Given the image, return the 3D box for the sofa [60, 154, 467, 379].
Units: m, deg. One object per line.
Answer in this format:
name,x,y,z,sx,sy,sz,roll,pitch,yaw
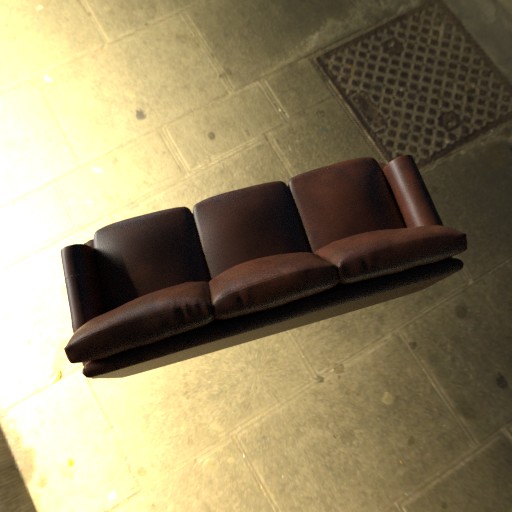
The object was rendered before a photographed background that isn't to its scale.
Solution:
sofa,0.000,0.000,2.837,2.351,0.977,0.973,-16,76,-4
